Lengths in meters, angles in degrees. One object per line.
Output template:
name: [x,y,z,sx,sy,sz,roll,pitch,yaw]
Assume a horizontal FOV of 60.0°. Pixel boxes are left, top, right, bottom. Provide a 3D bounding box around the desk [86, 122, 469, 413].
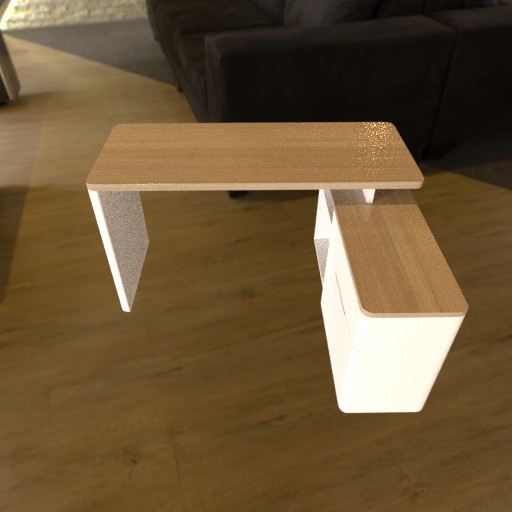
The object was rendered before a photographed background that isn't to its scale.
desk: [0.000,0.000,2.052,1.400,0.770,1.175,-1,41,-1]
